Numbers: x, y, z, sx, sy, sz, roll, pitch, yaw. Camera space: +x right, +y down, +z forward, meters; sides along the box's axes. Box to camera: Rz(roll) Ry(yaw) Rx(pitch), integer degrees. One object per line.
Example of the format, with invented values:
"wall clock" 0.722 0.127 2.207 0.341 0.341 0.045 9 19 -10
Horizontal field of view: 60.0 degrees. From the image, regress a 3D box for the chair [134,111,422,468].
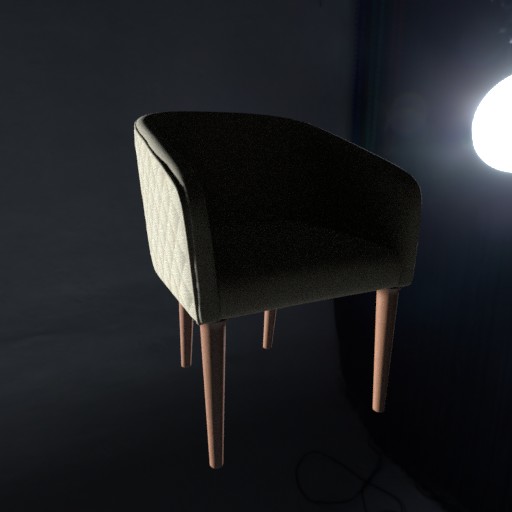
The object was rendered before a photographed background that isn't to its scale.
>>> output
"chair" 0.000 0.000 1.199 0.584 0.775 0.616 -7 16 -26
